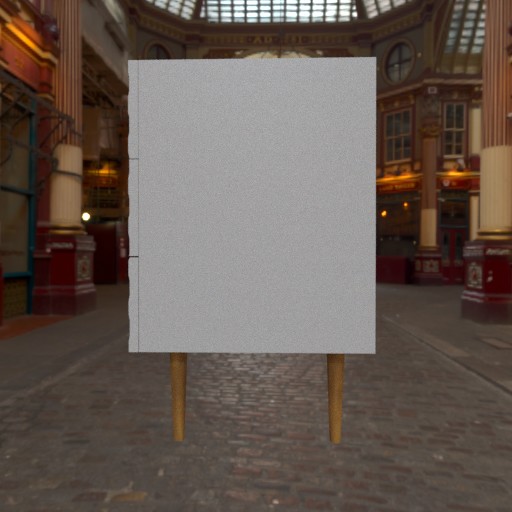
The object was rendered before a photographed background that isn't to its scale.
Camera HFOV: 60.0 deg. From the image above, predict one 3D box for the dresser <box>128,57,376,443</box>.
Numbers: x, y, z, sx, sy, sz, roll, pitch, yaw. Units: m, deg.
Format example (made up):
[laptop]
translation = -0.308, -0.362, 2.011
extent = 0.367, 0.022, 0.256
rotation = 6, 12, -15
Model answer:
[dresser]
translation = 0.000, 0.000, 1.255
extent = 0.457, 0.721, 0.905
rotation = 0, 1, 2
